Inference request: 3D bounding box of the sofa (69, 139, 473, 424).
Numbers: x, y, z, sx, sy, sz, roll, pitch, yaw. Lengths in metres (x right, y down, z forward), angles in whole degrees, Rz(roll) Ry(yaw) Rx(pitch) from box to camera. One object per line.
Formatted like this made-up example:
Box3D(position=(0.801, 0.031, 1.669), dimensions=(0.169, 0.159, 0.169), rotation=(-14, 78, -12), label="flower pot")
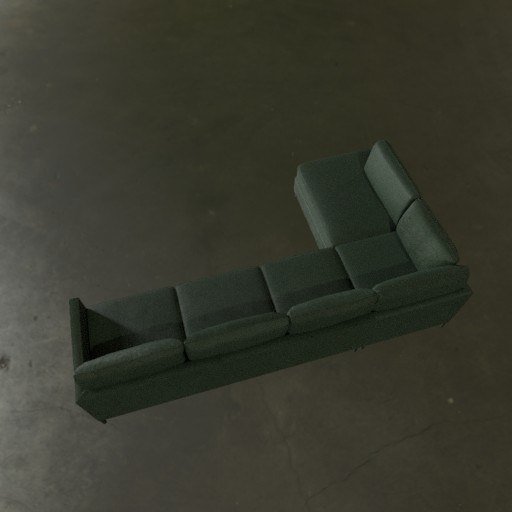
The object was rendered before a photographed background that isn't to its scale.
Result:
Box3D(position=(0.000, 0.000, 4.270), dimensions=(3.384, 0.996, 2.048), rotation=(-14, 58, -9), label="sofa")
